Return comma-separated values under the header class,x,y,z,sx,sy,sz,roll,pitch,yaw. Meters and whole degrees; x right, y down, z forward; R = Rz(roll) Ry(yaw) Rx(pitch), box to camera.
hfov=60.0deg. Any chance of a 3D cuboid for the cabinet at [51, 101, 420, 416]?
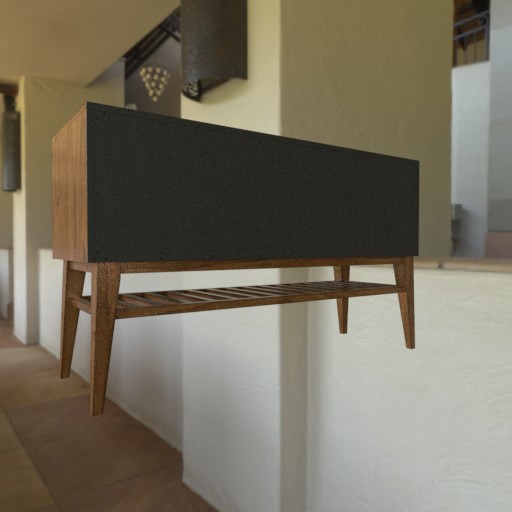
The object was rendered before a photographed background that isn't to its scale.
class,x,y,z,sx,sy,sz,roll,pitch,yaw
cabinet,0.000,0.000,1.703,1.363,0.802,0.477,-1,2,-35
